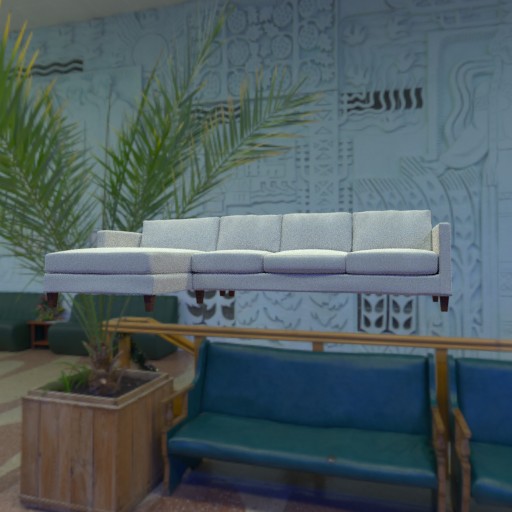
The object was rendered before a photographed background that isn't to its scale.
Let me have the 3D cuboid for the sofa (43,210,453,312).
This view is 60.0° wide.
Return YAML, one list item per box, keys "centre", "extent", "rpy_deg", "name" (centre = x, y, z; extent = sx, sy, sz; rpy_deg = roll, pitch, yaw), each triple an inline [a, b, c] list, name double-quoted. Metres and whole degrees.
- centre: [0.000, 0.000, 3.934]
  extent: [3.186, 0.861, 1.625]
  rpy_deg: [0, 0, 18]
  name: "sofa"
